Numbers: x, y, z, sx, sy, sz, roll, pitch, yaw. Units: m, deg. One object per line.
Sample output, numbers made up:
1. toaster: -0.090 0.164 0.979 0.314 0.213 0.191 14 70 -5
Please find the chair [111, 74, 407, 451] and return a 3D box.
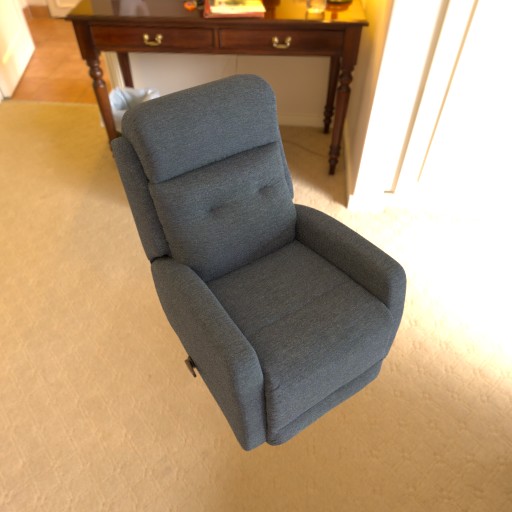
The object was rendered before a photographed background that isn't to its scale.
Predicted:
1. chair: 0.000 0.000 1.714 0.798 1.013 1.043 -25 51 -22
